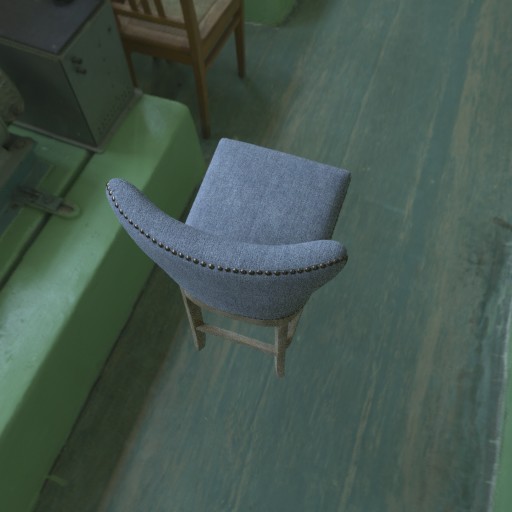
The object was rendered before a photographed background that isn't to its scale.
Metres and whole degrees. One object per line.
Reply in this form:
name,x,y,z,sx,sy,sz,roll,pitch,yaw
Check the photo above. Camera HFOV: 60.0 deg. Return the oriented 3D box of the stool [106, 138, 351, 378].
stool,0.000,0.000,1.408,0.494,1.123,0.606,17,65,8
